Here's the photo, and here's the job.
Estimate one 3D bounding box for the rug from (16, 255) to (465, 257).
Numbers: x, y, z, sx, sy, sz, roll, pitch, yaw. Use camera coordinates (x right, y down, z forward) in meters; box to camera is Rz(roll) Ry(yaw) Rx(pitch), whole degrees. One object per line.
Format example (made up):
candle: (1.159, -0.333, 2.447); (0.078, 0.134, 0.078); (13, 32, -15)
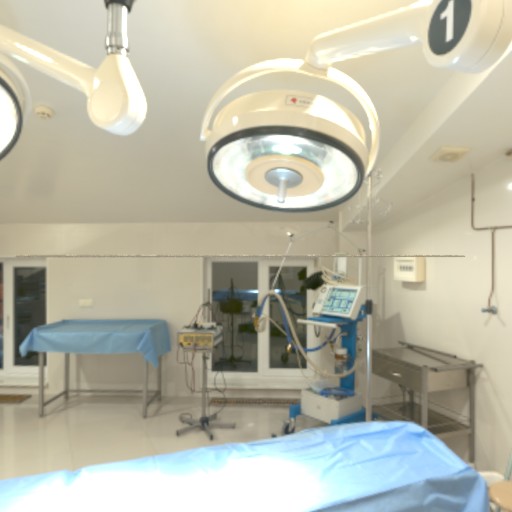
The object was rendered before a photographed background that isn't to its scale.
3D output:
rug: (0.000, 0.000, 2.386); (2.196, 0.011, 0.662); (0, 0, -19)
